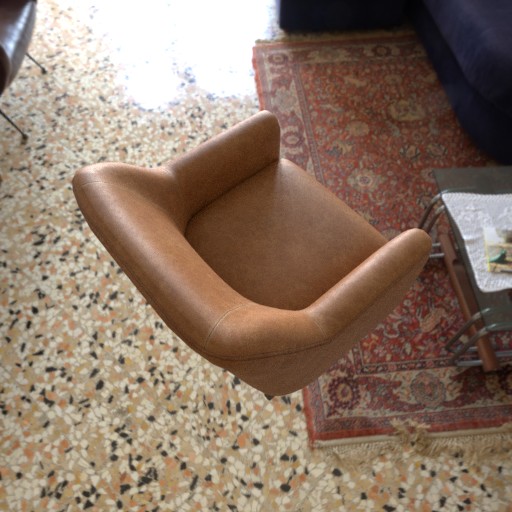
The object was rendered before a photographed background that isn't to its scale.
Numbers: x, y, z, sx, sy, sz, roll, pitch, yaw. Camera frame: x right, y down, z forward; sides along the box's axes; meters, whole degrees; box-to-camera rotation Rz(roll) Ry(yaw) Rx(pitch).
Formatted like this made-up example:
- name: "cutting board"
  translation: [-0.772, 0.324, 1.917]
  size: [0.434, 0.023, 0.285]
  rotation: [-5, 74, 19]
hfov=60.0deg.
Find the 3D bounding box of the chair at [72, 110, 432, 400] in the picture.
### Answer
- name: "chair"
  translation: [0.000, 0.000, 1.882]
  size: [1.034, 0.980, 1.037]
  rotation: [-35, 64, -20]
